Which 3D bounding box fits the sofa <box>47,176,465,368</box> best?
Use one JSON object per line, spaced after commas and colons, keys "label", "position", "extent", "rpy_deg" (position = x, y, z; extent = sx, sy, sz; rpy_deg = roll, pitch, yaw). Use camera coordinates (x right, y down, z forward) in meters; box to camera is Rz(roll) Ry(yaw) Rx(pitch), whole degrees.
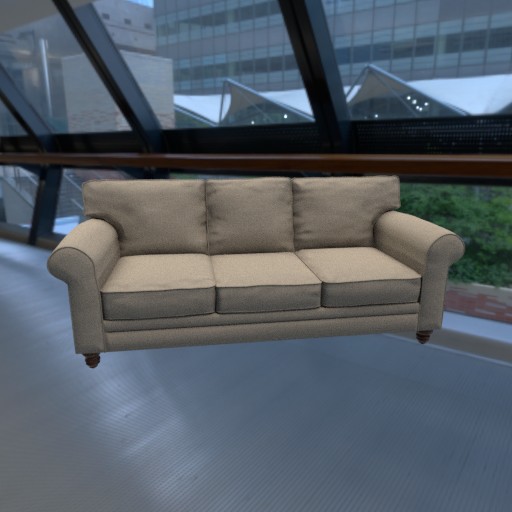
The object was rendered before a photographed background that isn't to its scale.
{"label": "sofa", "position": [0.000, 0.000, 2.668], "extent": [2.118, 0.889, 0.998], "rpy_deg": [-2, 15, -8]}
